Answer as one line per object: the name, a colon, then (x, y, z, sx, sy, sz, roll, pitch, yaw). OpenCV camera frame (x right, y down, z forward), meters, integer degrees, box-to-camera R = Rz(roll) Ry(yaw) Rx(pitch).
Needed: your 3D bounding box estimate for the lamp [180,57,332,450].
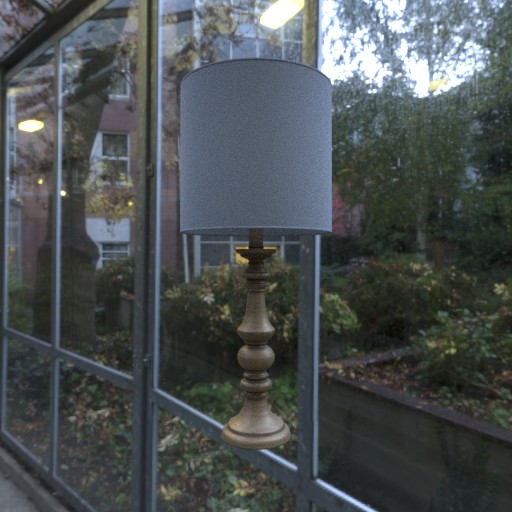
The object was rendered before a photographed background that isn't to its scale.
lamp: (0.000, 0.000, 0.741, 0.250, 0.597, 0.250, 0, 0, -19)
